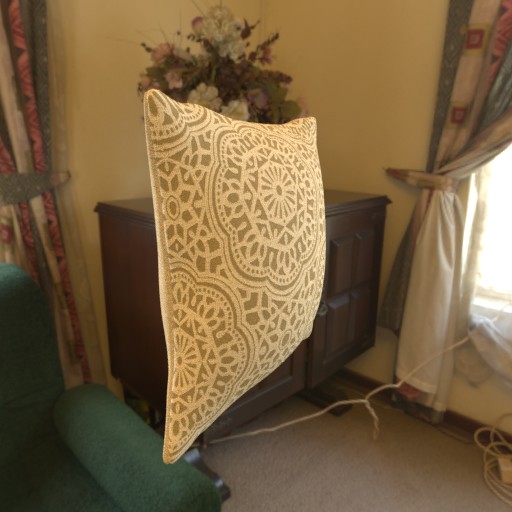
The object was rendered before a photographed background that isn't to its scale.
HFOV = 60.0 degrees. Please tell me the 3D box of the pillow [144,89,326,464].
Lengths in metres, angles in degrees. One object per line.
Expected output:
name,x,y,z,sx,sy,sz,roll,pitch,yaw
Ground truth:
pillow,0.000,0.000,0.655,0.167,0.421,0.438,7,16,28
